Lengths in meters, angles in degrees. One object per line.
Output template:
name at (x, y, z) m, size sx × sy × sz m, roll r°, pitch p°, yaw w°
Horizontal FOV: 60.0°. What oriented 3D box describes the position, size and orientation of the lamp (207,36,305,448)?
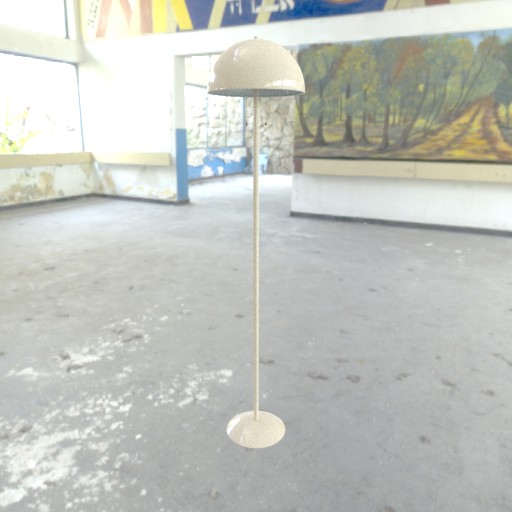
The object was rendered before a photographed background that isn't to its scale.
lamp at (0.000, 0.000, 1.638) m, size 0.328 × 1.480 × 0.328 m, roll 8°, pitch 17°, yaw 26°
